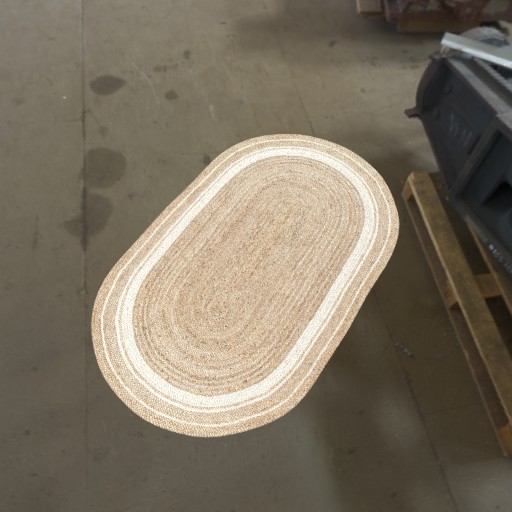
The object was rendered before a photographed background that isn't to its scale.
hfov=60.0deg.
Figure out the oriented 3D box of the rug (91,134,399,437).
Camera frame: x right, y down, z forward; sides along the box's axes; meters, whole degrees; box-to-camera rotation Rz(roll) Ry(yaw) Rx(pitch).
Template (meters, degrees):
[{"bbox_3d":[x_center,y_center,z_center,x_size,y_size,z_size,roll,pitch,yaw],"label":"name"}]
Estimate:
[{"bbox_3d":[0.000,0.000,2.979,1.520,0.006,2.432,30,63,17],"label":"rug"}]
